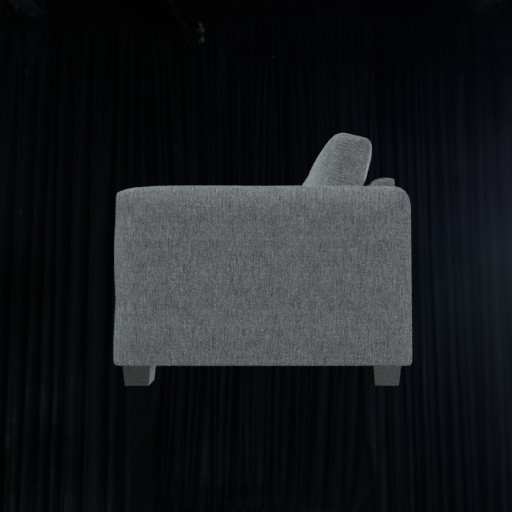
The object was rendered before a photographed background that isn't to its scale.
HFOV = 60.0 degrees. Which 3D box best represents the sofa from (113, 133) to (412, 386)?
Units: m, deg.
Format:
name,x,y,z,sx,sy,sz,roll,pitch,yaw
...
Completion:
name,x,y,z,sx,sy,sz,roll,pitch,yaw
sofa,0.000,0.000,2.012,0.900,0.800,1.520,0,-2,0
